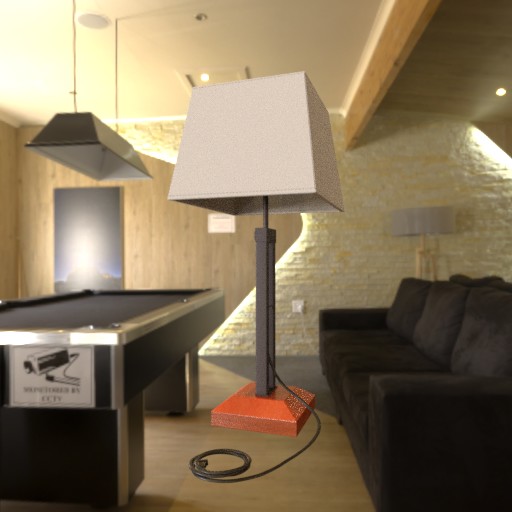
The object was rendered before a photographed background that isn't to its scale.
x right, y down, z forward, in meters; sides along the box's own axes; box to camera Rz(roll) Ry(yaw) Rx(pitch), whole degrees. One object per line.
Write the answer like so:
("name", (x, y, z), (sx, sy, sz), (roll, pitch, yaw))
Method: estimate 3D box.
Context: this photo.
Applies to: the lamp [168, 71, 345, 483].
("lamp", (0.000, 0.000, 0.956), (0.310, 0.737, 0.498), (0, 0, 20))
